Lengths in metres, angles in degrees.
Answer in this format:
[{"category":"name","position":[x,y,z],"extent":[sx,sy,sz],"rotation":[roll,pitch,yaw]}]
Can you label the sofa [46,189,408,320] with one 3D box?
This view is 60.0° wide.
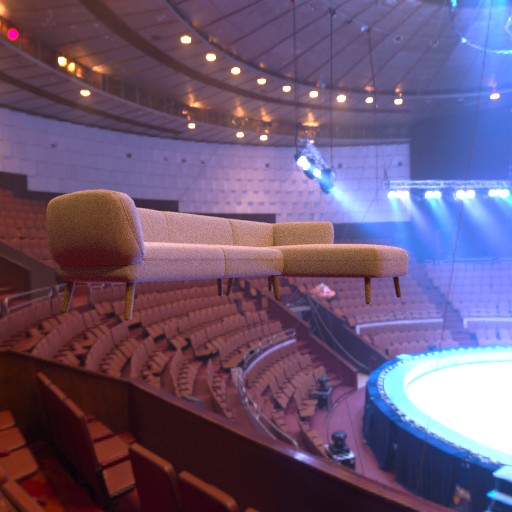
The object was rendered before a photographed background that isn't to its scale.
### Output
[{"category":"sofa","position":[0.000,0.000,3.378],"extent":[1.610,0.730,2.660],"rotation":[0,-1,35]}]
